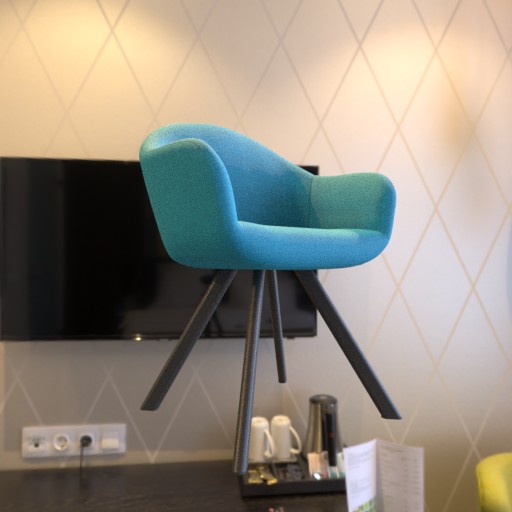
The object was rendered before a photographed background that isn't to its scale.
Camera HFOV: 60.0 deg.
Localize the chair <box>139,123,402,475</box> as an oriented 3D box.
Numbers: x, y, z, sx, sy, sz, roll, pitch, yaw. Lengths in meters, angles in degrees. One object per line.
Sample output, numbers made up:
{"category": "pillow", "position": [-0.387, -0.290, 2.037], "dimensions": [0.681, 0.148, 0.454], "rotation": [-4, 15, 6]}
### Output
{"category": "chair", "position": [0.000, 0.000, 1.162], "dimensions": [0.590, 0.795, 0.550], "rotation": [1, -1, -37]}
